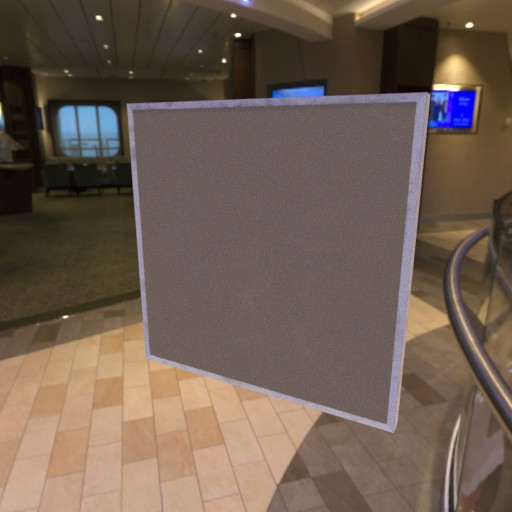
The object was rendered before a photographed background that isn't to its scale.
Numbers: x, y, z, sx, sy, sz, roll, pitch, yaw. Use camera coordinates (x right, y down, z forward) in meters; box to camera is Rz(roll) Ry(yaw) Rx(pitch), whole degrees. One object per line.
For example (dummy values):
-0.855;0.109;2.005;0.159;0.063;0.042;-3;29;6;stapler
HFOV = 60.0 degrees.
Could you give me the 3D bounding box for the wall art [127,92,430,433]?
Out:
0.000;0.000;0.758;0.508;0.506;0.029;8;18;27;wall art
